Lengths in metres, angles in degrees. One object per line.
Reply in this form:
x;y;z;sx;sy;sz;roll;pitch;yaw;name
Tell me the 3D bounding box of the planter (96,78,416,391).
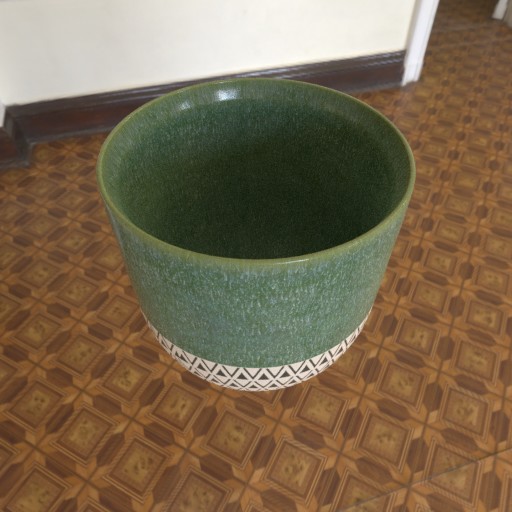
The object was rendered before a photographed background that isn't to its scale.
0.000;0.000;0.476;0.266;0.270;0.266;0;47;0;planter
